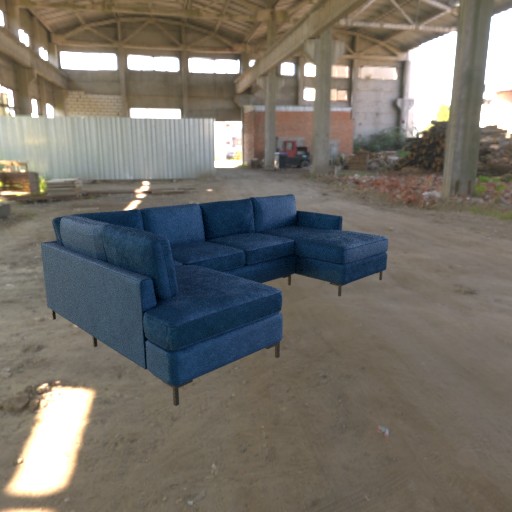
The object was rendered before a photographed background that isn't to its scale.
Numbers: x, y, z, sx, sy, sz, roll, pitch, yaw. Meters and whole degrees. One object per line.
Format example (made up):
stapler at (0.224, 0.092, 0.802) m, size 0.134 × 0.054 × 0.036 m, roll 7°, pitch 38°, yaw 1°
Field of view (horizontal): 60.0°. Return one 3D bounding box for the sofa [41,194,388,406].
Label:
sofa at (0.000, 0.000, 4.442) m, size 3.434 × 0.992 × 2.055 m, roll -13°, pitch 18°, yaw -43°
